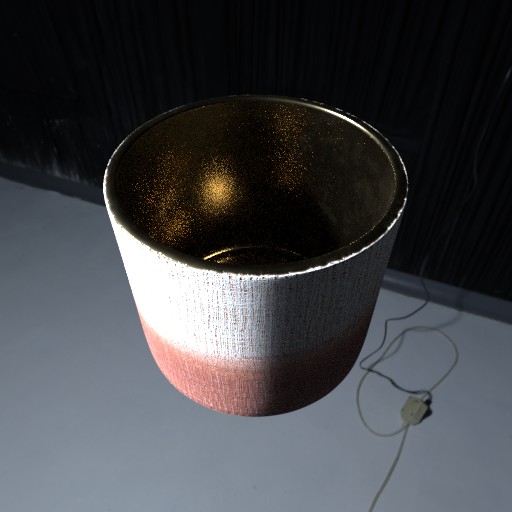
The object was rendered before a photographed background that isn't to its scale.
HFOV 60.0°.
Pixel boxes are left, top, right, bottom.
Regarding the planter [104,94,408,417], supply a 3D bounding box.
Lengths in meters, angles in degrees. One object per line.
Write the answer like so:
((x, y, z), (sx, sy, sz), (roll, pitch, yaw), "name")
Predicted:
((0.000, 0.000, 0.316), (0.178, 0.157, 0.178), (0, 46, 0), "planter")
